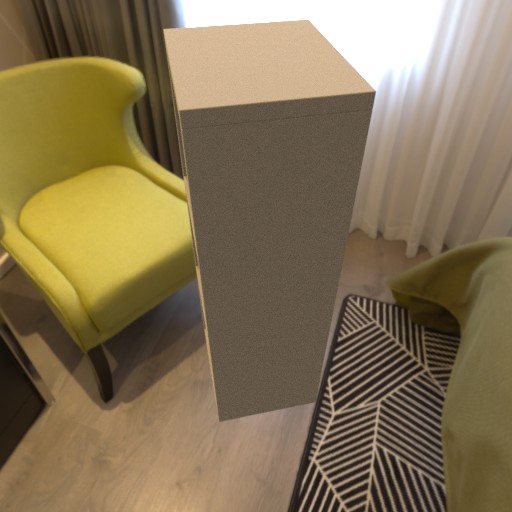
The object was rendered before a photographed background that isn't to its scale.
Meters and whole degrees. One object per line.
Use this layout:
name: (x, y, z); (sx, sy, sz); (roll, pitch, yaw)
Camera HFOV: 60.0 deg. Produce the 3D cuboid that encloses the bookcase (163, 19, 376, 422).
bookcase: (0.000, 0.000, 1.233); (0.330, 1.080, 0.390); (-9, 45, -9)
